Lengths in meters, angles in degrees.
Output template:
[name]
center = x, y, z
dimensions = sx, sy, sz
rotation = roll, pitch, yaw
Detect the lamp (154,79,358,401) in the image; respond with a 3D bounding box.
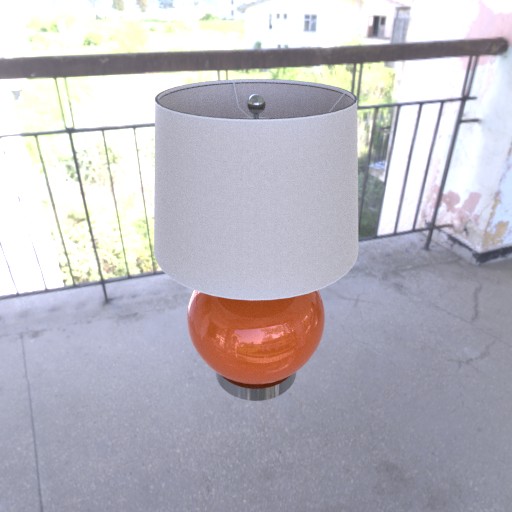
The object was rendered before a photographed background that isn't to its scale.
[lamp]
center = 0.000, 0.000, 0.556
dimensions = 0.247, 0.387, 0.247
rotation = 0, 31, 0
